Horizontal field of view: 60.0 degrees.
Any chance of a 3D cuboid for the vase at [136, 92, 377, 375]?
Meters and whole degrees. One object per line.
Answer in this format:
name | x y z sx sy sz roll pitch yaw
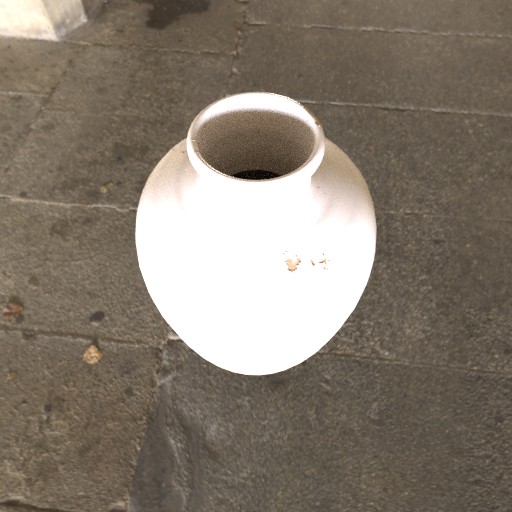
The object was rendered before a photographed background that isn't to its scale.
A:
vase | 0.000 0.000 0.321 0.158 0.228 0.158 0 57 0
